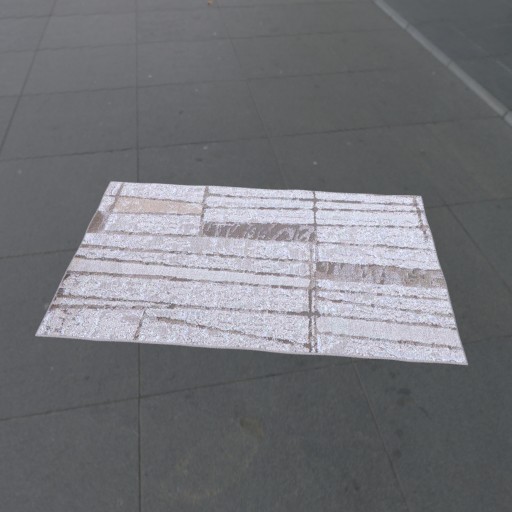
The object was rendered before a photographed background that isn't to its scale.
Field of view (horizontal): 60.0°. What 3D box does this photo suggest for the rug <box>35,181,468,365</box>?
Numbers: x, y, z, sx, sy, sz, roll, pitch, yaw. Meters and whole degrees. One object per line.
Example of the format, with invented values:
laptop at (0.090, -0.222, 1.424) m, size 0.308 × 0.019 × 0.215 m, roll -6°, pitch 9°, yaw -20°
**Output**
rug at (0.000, 0.000, 1.056) m, size 0.867 × 0.007 × 0.515 m, roll 3°, pitch 47°, yaw 3°
